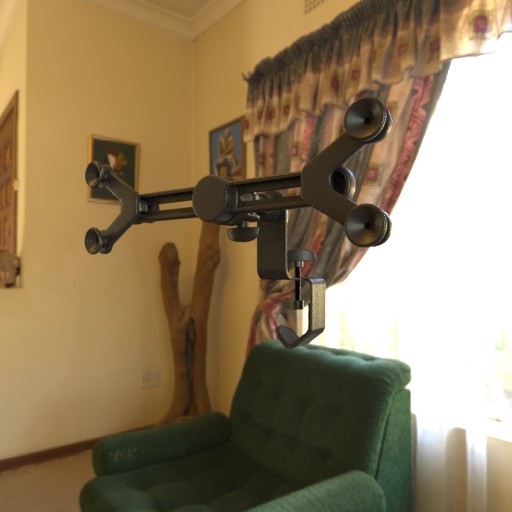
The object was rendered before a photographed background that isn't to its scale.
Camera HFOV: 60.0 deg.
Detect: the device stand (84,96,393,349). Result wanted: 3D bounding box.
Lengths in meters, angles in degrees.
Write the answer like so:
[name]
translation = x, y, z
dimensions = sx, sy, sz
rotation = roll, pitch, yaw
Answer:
[device stand]
translation = 0.000, 0.000, 0.366
dimensions = 0.270, 0.166, 0.142
rotation = -1, -2, 36
